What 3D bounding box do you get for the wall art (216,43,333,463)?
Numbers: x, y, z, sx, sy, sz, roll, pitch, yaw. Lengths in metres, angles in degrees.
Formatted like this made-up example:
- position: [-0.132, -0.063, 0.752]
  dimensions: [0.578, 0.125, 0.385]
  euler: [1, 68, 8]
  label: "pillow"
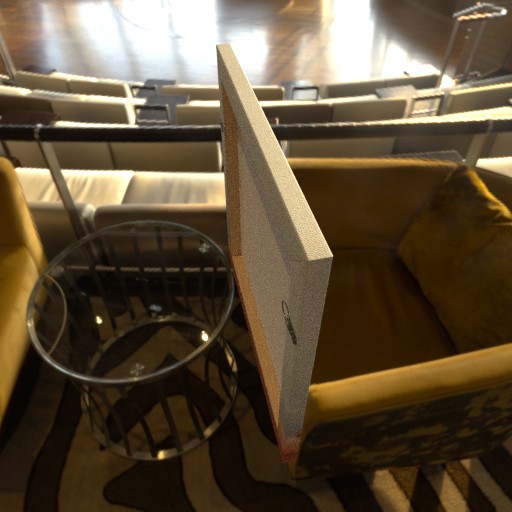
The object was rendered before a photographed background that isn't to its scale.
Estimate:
- position: [0.000, 0.000, 0.896]
  dimensions: [0.034, 0.605, 0.605]
  euler: [-9, 47, -9]
  label: "wall art"
